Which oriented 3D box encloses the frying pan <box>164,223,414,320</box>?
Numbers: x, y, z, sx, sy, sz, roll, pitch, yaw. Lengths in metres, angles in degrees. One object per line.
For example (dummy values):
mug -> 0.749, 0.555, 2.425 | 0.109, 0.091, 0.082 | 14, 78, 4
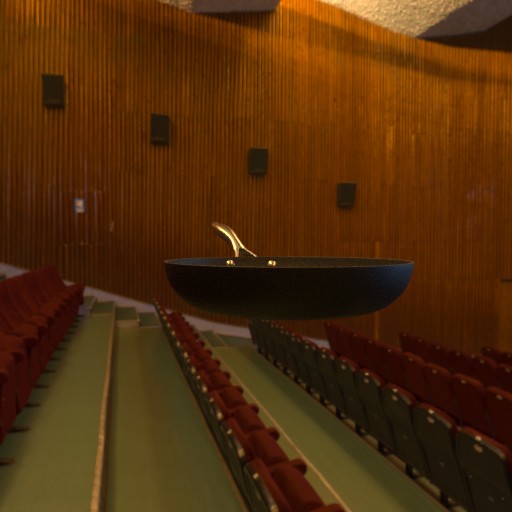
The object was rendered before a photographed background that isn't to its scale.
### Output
frying pan -> 0.000, 0.000, 0.574 | 0.255, 0.105, 0.472 | -1, 2, -17
